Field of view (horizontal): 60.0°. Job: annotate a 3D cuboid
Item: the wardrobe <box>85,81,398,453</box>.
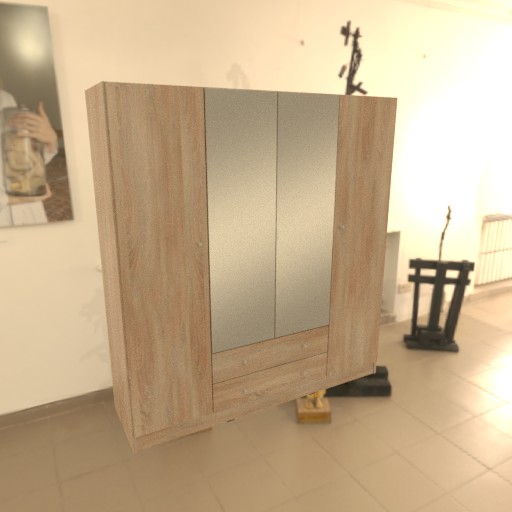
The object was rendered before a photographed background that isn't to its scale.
[{"bbox_3d":[0.000,0.000,3.133,1.998,2.159,0.598,-8,17,-28],"label":"wardrobe"}]
